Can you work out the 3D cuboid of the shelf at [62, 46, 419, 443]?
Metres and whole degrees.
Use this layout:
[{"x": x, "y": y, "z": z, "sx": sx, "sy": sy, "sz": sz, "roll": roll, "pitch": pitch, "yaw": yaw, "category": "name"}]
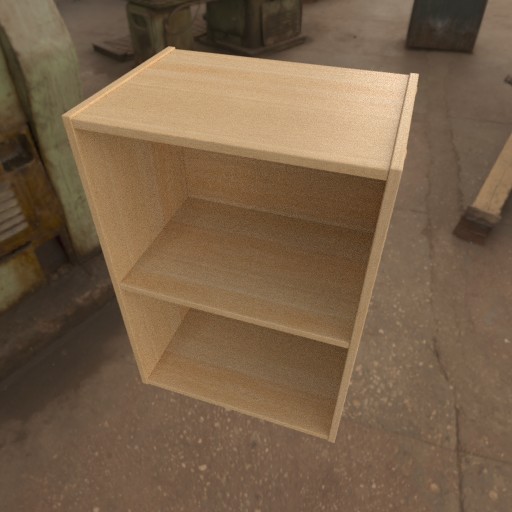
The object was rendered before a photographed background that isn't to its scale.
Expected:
[{"x": 0.000, "y": 0.000, "z": 0.797, "sx": 0.414, "sy": 0.592, "sz": 0.290, "roll": 13, "pitch": 43, "yaw": 14, "category": "shelf"}]
